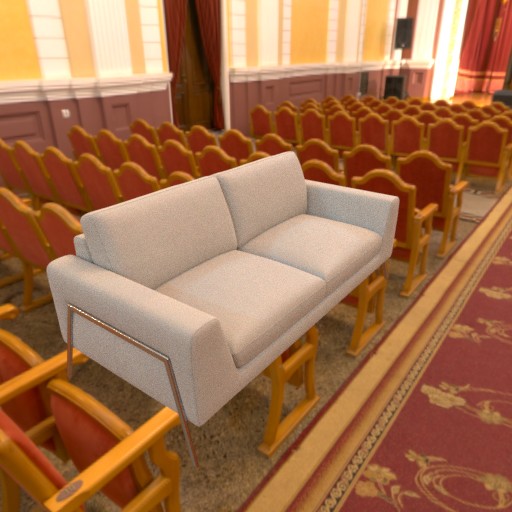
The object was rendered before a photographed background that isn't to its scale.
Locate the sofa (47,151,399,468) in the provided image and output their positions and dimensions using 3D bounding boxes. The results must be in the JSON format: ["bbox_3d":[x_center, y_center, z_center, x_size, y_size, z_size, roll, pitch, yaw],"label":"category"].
[{"bbox_3d":[0.000,0.000,2.579,0.953,0.875,2.017,18,30,33],"label":"sofa"}]
